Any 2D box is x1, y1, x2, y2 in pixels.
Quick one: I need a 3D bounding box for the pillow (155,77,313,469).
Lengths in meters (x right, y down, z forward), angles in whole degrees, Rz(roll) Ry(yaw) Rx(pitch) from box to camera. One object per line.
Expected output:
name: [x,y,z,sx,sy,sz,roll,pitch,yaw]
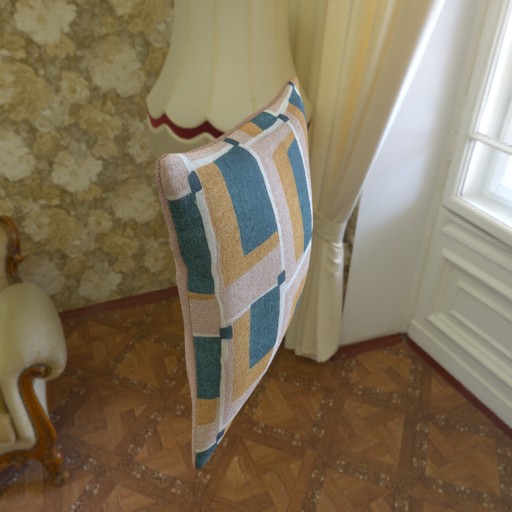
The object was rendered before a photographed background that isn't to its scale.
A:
pillow: [0.000,0.000,0.724,0.158,0.479,0.478,11,33,17]
